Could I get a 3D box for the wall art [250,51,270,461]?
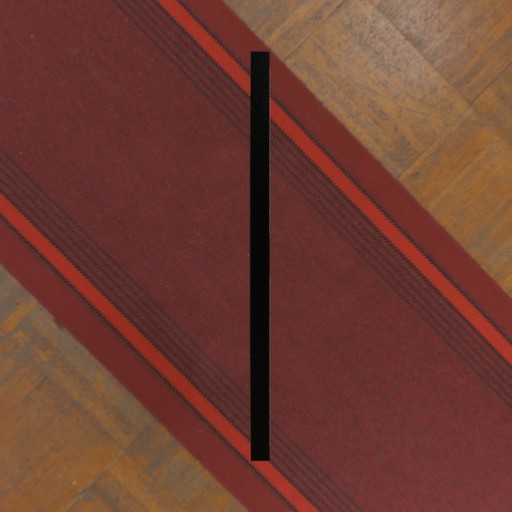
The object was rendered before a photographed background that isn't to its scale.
[{"bbox_3d":[0.000,0.000,1.401,0.040,1.062,0.805,0,90,-1],"label":"wall art"}]
